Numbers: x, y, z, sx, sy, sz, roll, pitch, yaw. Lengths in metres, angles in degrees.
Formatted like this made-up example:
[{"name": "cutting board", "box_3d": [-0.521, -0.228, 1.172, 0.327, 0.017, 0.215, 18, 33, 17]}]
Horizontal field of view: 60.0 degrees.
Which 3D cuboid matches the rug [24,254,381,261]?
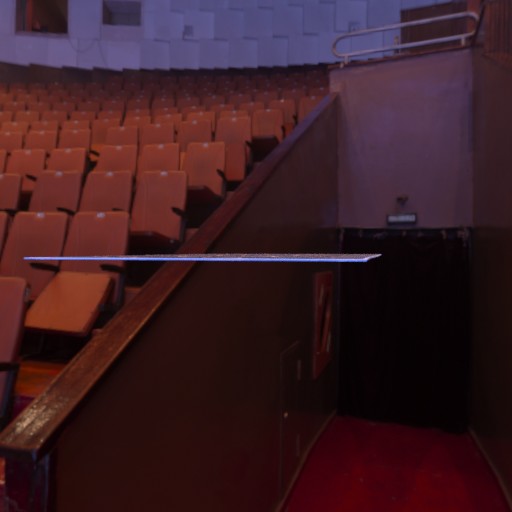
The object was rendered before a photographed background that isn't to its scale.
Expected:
[{"name": "rug", "box_3d": [0.000, 0.000, 2.877, 1.522, 0.008, 2.284, 0, 1, 17]}]
